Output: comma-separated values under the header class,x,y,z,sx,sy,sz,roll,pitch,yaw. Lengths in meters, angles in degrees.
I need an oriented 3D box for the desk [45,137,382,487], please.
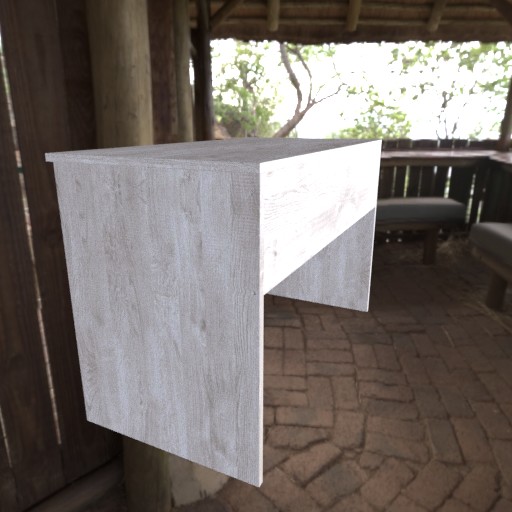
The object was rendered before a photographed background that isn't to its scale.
class,x,y,z,sx,sy,sz,roll,pitch,yaw
desk,0.000,0.000,1.497,0.560,0.730,1.100,8,19,25
